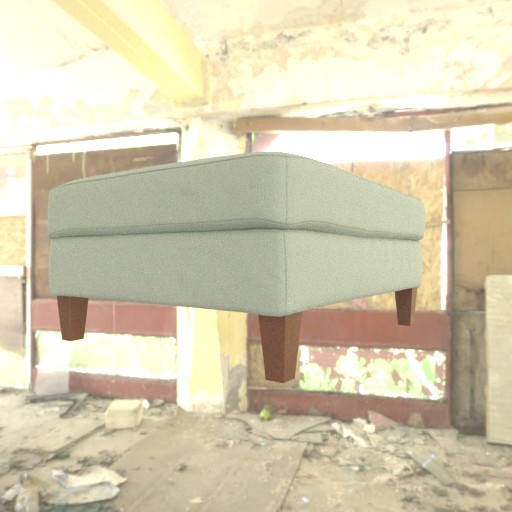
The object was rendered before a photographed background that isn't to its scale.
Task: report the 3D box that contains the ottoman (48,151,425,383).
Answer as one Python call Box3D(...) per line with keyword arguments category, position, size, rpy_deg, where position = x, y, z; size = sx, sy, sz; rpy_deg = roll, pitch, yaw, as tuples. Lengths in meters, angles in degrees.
Box3D(category="ottoman", position=(0.000, 0.000, 1.447), size=(0.842, 0.494, 0.991), rpy_deg=(0, 0, 35))
